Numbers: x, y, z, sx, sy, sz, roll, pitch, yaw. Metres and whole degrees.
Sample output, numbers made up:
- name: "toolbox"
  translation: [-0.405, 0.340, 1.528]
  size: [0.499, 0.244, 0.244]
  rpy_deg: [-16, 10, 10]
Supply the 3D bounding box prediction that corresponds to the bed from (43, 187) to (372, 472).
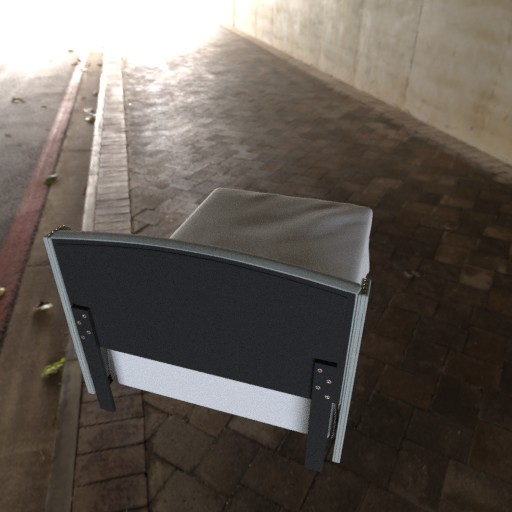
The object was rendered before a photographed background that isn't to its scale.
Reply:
- name: "bed"
  translation: [0.000, 0.000, 3.354]
  size: [1.710, 1.407, 2.237]
  rpy_deg: [10, 34, 15]
